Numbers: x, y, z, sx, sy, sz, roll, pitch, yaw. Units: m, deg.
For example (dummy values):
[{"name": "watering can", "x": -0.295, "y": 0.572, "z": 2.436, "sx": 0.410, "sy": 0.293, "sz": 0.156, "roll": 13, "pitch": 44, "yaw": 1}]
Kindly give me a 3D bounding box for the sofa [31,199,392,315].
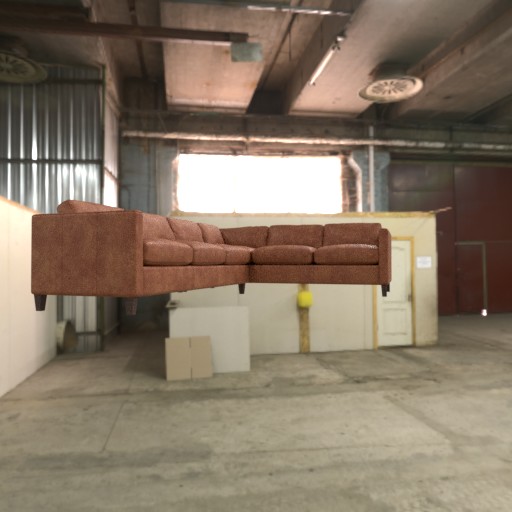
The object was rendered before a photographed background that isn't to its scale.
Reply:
[{"name": "sofa", "x": 0.000, "y": 0.000, "z": 4.328, "sx": 2.438, "sy": 0.838, "sz": 3.167, "roll": 0, "pitch": -1, "yaw": 19}]
